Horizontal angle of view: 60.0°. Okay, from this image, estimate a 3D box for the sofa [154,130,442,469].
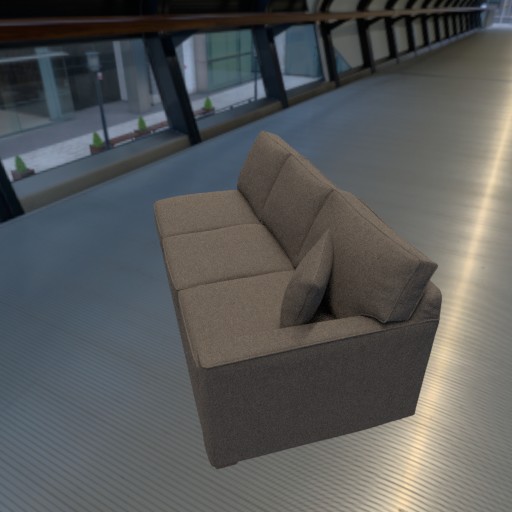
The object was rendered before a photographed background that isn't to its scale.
[{"bbox_3d":[0.000,0.000,2.585,1.034,0.946,1.963,-8,31,-14],"label":"sofa"}]
